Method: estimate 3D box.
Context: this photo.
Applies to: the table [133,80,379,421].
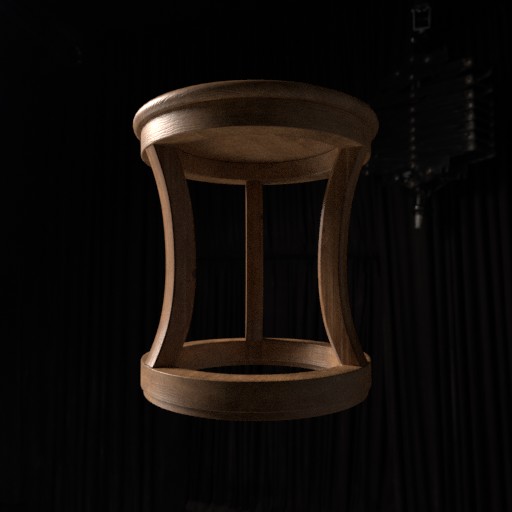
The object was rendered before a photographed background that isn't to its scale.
[{"bbox_3d":[0.000,0.000,0.800,0.432,0.460,0.432,0,-2,0],"label":"table"}]
